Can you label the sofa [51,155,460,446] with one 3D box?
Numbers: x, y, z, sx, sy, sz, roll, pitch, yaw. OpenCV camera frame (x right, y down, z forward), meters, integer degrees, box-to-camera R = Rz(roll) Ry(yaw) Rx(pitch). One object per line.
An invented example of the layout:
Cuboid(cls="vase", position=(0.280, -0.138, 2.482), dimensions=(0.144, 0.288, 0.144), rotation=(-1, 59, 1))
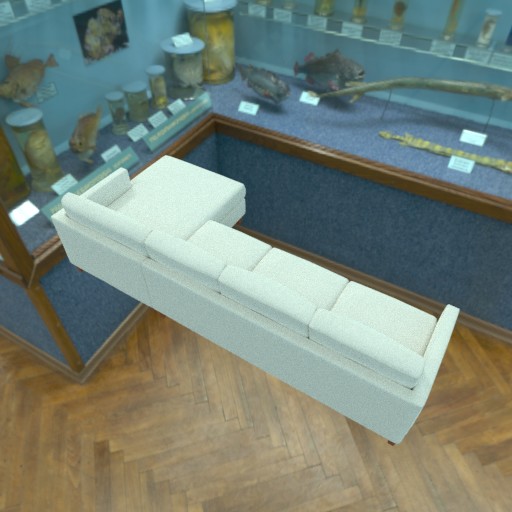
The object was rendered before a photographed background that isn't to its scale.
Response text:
Cuboid(cls="sofa", position=(0.000, 0.000, 4.062), dimensions=(3.471, 0.954, 1.606), rotation=(24, 51, 21))
